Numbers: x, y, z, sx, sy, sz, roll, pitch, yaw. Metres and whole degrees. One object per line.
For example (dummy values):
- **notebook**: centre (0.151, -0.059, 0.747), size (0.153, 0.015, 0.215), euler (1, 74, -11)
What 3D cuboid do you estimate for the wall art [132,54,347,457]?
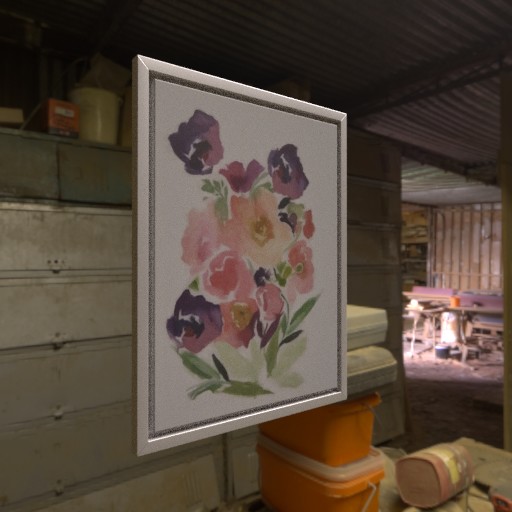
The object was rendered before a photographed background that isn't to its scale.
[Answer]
- **wall art**: centre (0.000, 0.000, 1.416), size (0.805, 1.056, 0.042), euler (0, 0, -36)
